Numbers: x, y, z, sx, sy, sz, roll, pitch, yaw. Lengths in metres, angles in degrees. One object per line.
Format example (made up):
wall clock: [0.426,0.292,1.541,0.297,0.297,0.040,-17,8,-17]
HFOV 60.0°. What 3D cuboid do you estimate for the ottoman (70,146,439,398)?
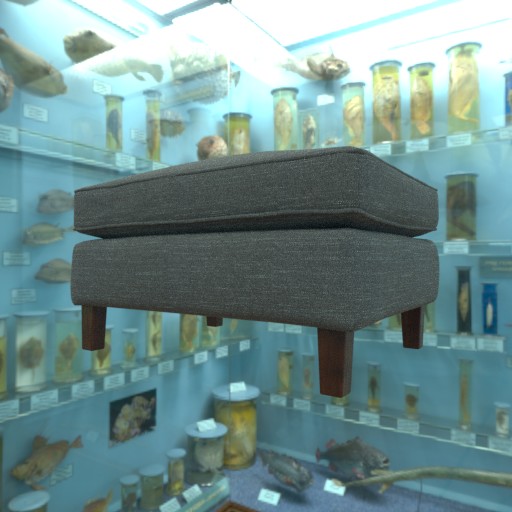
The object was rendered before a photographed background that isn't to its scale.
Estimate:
ottoman: [0.000,0.000,0.973,0.686,0.406,0.508,0,-1,35]
